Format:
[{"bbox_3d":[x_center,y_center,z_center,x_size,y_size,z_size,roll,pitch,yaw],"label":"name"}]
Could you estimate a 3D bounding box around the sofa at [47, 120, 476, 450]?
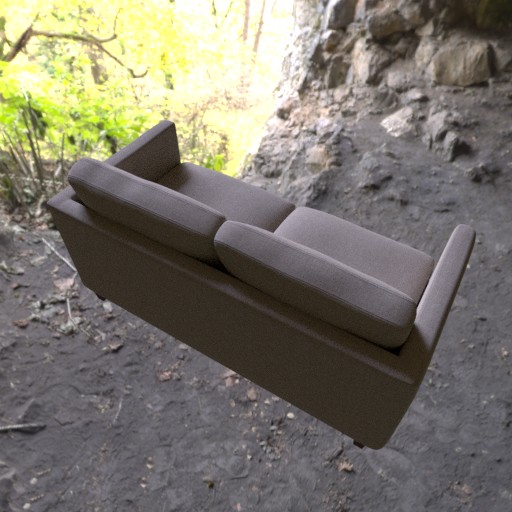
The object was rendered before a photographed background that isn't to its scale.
[{"bbox_3d":[0.000,0.000,2.312,1.884,0.947,0.951,24,52,21],"label":"sofa"}]
